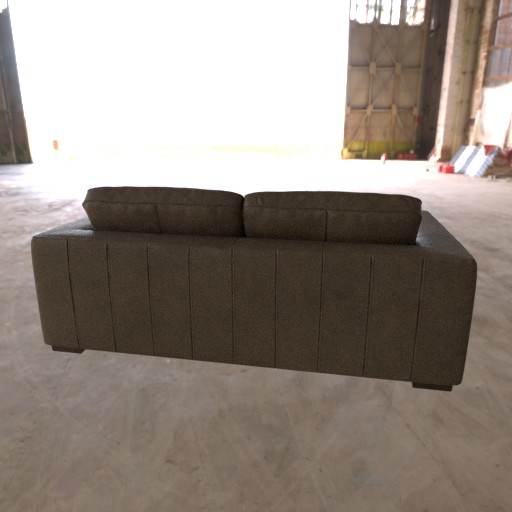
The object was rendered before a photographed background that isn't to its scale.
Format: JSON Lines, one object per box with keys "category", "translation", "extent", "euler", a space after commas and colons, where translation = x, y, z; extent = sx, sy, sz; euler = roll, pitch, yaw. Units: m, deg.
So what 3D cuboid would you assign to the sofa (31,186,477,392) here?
{"category": "sofa", "translation": [0.000, 0.000, 2.370], "extent": [1.920, 0.800, 1.070], "euler": [3, 17, 10]}
